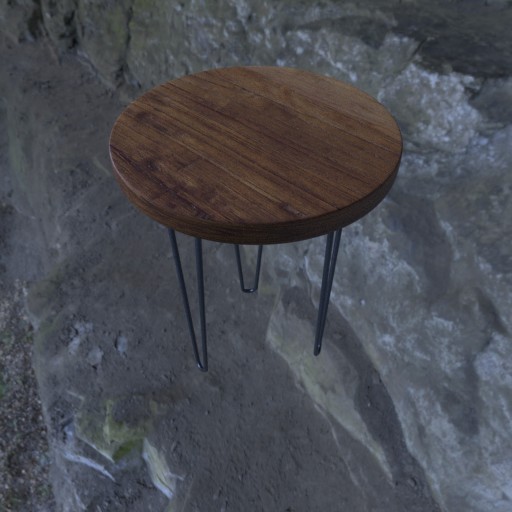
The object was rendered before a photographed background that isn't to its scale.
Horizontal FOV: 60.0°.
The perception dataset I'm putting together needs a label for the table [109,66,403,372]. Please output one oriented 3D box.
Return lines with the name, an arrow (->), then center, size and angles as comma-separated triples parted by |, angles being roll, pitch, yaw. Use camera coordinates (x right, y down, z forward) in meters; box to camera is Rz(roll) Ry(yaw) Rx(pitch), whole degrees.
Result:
table -> 0.000, 0.000, 0.803 | 0.400, 0.520, 0.400 | 0, 46, 0
